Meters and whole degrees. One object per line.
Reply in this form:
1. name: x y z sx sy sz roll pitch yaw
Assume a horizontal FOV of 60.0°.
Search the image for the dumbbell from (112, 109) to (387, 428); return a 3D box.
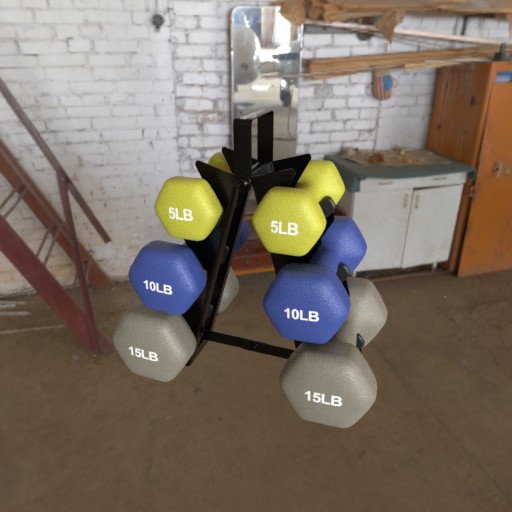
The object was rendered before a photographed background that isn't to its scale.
1. dumbbell: 0.000 0.000 0.690 0.416 0.426 0.261 9 27 18
